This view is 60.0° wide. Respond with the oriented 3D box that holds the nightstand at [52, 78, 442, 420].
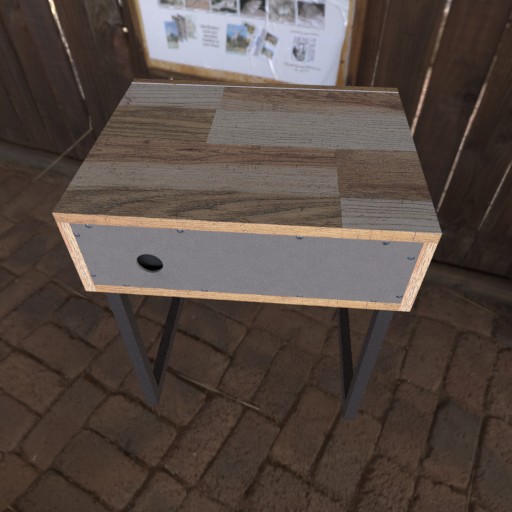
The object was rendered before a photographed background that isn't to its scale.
[{"bbox_3d":[0.000,0.000,1.021,0.558,0.632,0.481,3,46,3],"label":"nightstand"}]
